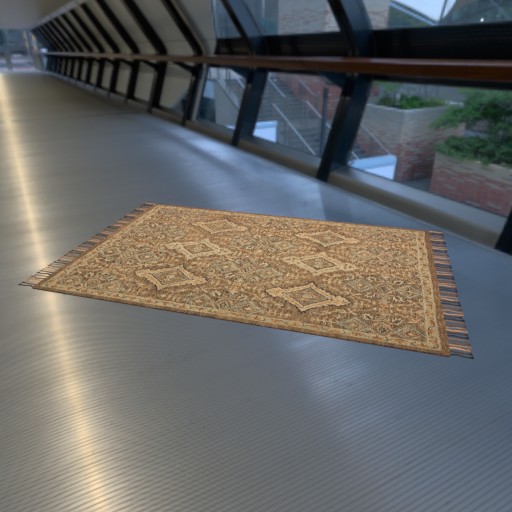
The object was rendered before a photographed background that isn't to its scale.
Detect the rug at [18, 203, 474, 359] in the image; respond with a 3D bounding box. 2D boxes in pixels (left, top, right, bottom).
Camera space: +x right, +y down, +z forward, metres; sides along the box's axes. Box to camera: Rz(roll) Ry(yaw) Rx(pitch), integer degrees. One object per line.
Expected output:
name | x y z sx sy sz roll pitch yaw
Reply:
rug | 0.000 0.000 2.910 2.434 0.010 1.516 7 27 14
